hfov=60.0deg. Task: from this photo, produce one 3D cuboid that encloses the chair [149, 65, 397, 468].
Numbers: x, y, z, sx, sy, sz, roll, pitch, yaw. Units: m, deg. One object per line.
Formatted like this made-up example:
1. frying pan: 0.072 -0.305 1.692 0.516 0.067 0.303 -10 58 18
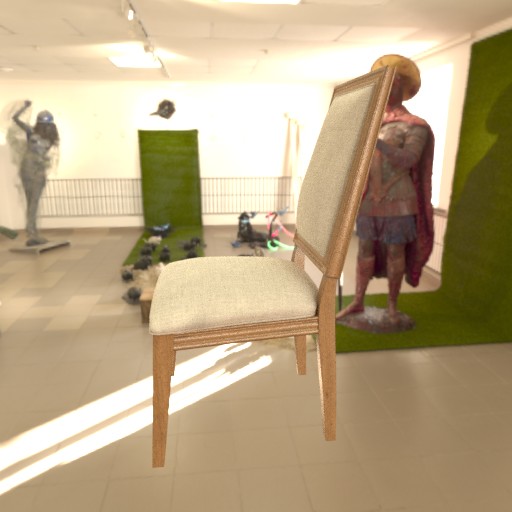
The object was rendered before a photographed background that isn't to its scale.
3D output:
1. chair: 0.000 0.000 1.299 0.601 0.988 0.536 -2 15 -7
